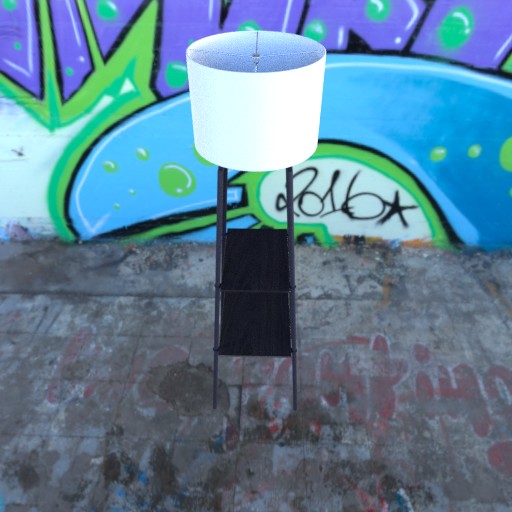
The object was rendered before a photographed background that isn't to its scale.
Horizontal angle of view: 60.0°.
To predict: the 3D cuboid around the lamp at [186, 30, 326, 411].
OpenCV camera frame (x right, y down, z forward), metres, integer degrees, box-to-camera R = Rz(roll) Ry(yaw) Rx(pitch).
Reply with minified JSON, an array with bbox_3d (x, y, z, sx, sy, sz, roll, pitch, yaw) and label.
[{"bbox_3d":[0.000,0.000,1.677,0.384,1.474,0.427,1,41,1],"label":"lamp"}]
